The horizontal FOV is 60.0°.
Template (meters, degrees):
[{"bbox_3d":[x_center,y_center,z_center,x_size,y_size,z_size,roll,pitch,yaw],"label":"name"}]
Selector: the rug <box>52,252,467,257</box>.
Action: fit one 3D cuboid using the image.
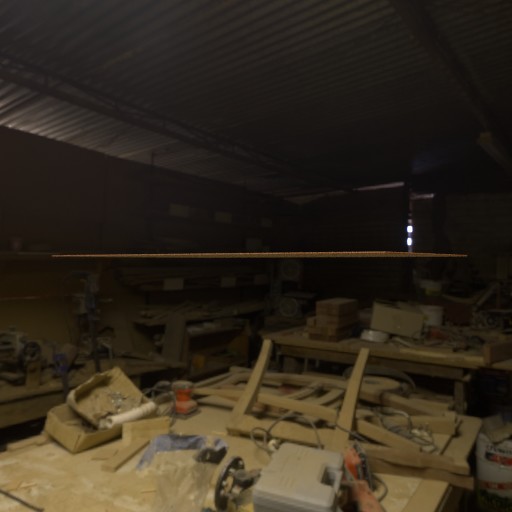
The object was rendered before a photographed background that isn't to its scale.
[{"bbox_3d":[0.000,0.000,2.929,2.285,0.006,1.524,0,-1,36],"label":"rug"}]
